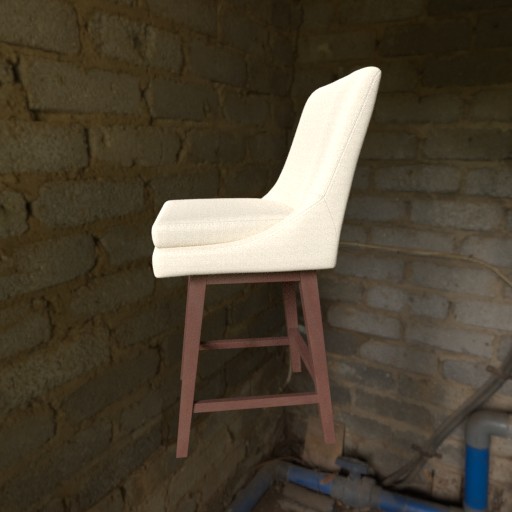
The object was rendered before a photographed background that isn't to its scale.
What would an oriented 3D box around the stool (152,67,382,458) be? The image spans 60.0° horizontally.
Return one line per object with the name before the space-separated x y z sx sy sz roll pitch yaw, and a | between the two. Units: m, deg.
stool | 0.000 0.000 1.306 0.559 0.991 0.483 -2 14 -8
